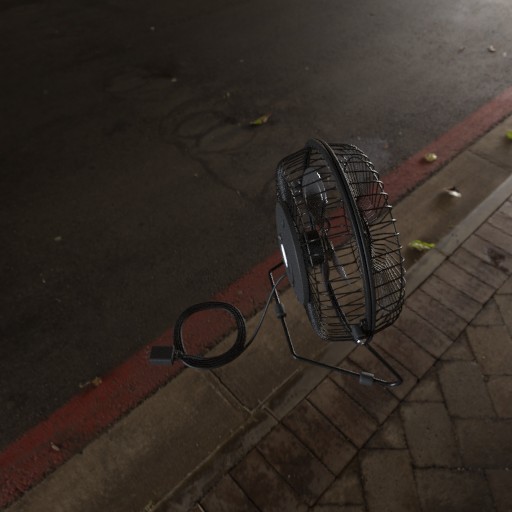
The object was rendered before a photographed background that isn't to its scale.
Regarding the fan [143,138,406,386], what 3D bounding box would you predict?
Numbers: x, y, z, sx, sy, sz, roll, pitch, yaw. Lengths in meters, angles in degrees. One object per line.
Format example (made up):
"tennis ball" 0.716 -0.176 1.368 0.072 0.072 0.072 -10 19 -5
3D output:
"fan" 0.000 0.000 0.387 0.227 0.188 0.209 -8 48 -8
